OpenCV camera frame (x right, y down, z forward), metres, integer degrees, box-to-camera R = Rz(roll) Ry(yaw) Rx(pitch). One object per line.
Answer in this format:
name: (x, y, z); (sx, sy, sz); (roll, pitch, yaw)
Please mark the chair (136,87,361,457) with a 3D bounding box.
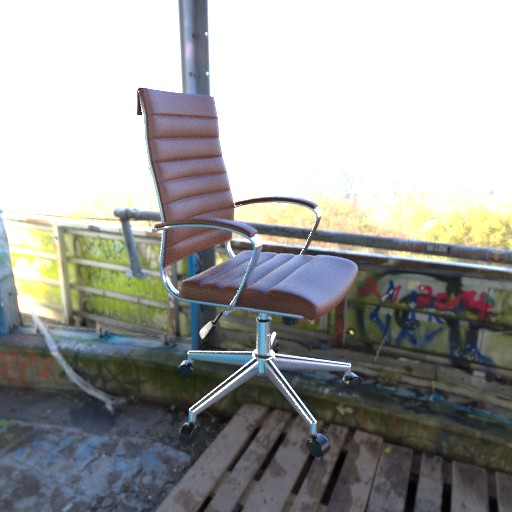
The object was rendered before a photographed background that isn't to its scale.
chair: (0.000, 0.000, 1.619); (0.739, 1.149, 0.766); (8, 17, 26)
